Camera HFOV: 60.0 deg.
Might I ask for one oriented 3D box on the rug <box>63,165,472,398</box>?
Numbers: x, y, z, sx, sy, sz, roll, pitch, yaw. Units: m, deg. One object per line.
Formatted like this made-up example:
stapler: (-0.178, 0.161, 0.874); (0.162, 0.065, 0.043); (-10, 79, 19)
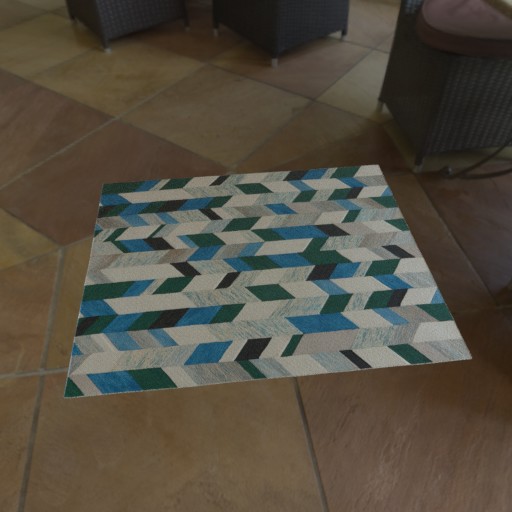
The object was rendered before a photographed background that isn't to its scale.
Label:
rug: (0.000, 0.000, 4.059); (3.036, 0.008, 2.440); (-5, 48, -4)
